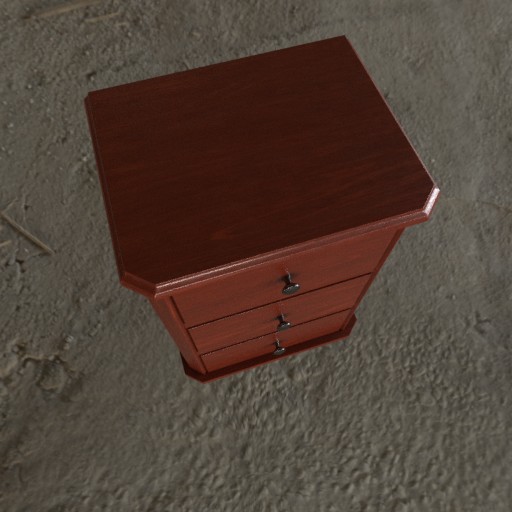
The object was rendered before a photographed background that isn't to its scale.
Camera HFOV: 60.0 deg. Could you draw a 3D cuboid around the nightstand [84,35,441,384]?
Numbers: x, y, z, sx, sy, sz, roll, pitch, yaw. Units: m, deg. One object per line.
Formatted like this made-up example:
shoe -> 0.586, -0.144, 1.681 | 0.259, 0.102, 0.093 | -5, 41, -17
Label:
nightstand -> 0.000, 0.000, 0.917 | 0.435, 0.681, 0.351 | -16, 65, -8
